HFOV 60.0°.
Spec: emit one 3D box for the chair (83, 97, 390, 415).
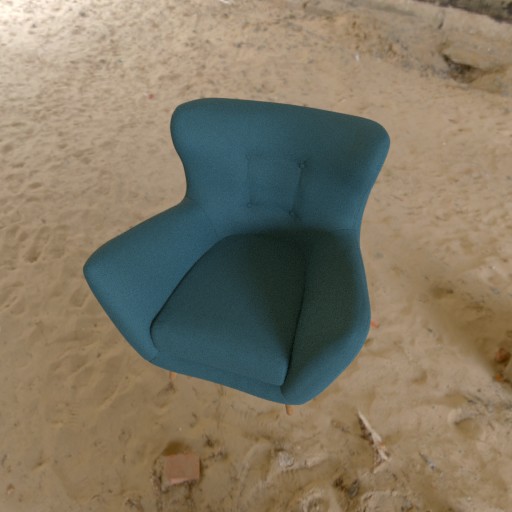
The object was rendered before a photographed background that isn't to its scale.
[{"bbox_3d":[0.000,0.000,1.671,0.890,0.889,0.889,12,44,13],"label":"chair"}]
